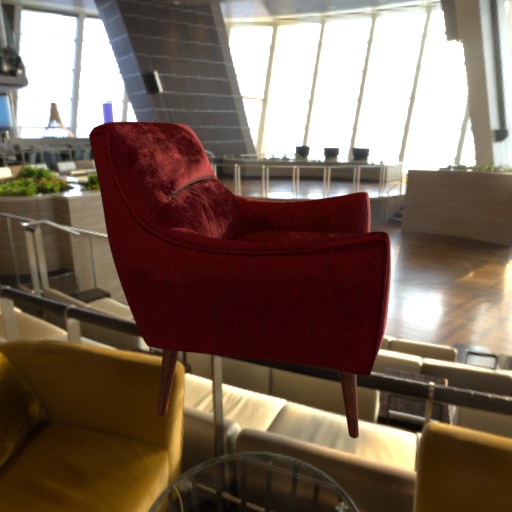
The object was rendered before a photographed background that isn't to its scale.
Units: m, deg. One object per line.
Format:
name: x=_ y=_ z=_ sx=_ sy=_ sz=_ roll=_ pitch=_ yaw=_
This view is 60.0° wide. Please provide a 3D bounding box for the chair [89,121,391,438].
chair: x=0.000 y=0.000 z=1.445 sx=0.787 sy=0.838 sz=0.762 roll=3 pitch=16 yaw=10
